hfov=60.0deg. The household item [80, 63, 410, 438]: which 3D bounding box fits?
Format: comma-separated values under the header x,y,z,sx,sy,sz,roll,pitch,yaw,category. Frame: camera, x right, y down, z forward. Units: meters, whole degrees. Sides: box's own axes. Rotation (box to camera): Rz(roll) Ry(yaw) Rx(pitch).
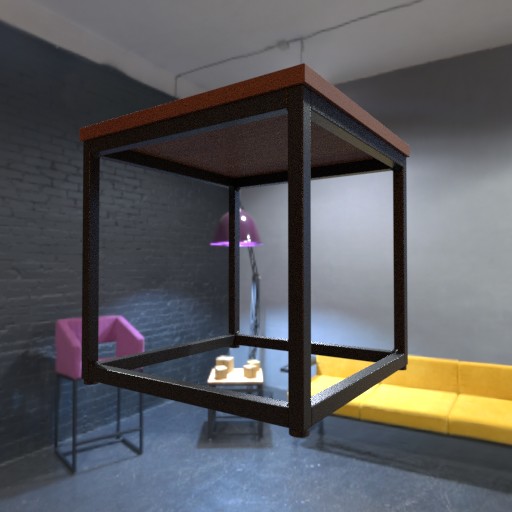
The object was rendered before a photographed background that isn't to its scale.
x,y,z,sx,sy,sz,roll,pitch,yaw,category
0.000,0.000,0.746,0.400,0.400,0.400,-1,-1,34,household item
